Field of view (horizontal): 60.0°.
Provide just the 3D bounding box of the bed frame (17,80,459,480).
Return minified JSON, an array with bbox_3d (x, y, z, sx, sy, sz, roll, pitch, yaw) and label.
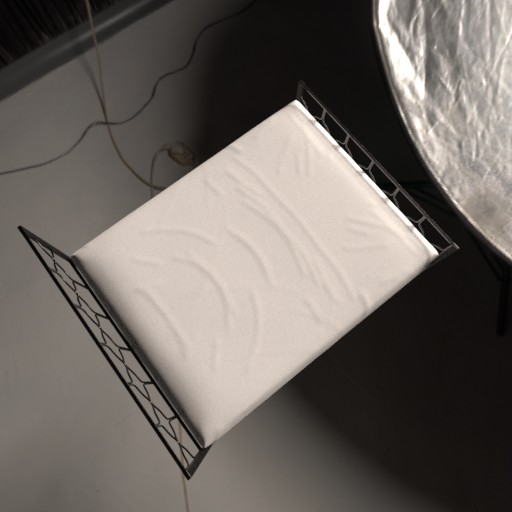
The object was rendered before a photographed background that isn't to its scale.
[{"bbox_3d":[0.000,0.000,3.008,2.063,1.222,1.597,-37,78,-9],"label":"bed frame"}]
